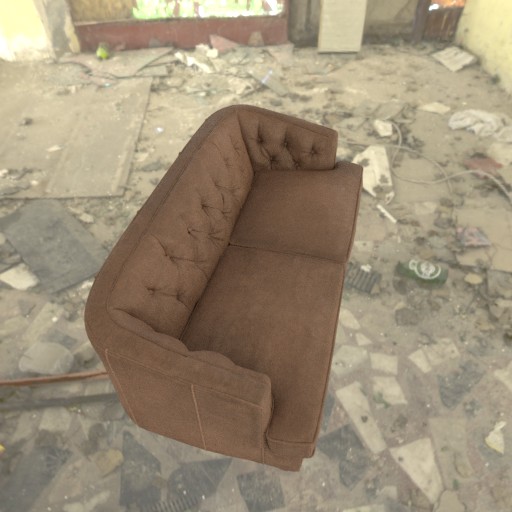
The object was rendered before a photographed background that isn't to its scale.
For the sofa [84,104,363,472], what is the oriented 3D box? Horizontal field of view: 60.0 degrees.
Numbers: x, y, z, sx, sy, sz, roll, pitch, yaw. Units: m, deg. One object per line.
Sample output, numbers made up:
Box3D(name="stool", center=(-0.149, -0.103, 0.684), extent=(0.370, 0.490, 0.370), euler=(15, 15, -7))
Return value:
Box3D(name="sofa", center=(0.000, 0.000, 2.202), extent=(0.917, 0.799, 1.767), euler=(11, 46, 11))
